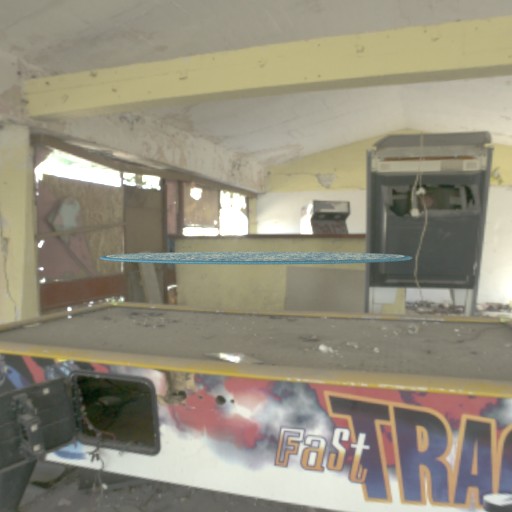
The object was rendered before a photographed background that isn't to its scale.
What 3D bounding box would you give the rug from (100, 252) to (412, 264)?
[{"bbox_3d":[0.000,0.000,2.395,1.593,0.012,1.593,0,2,0],"label":"rug"}]
